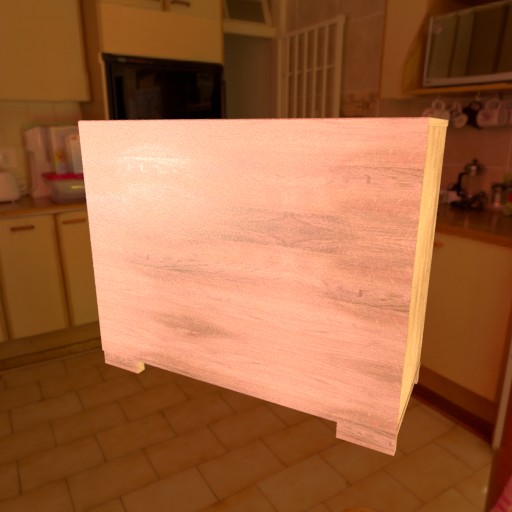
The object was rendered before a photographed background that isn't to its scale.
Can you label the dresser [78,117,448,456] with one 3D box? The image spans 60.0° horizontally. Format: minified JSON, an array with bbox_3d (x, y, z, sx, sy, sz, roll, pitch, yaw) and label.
[{"bbox_3d":[0.000,0.000,1.393,0.994,0.816,0.404,8,18,27],"label":"dresser"}]
